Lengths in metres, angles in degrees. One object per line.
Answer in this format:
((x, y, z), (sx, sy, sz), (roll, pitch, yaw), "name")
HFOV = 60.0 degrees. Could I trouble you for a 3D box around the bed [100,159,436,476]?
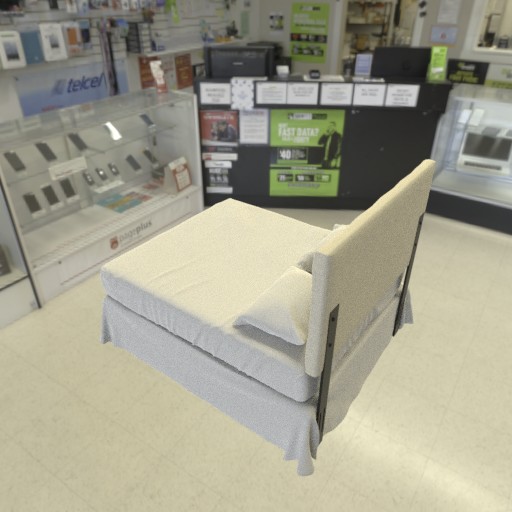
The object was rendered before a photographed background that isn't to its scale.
((0.000, 0.000, 3.574), (2.222, 1.577, 1.936), (21, 38, 30), "bed")
